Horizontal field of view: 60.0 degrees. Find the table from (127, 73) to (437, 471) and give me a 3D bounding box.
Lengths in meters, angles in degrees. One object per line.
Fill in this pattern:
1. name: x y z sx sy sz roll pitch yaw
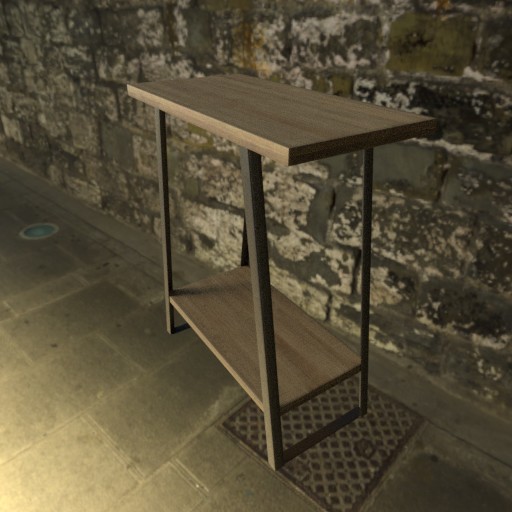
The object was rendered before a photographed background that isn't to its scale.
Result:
1. table: 0.000 0.000 1.028 0.300 0.701 0.599 -18 35 -29
